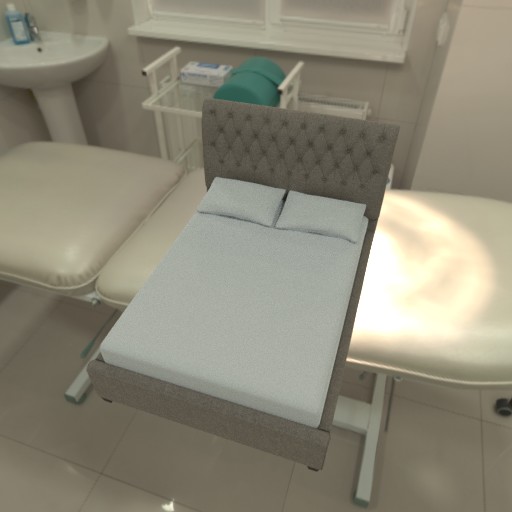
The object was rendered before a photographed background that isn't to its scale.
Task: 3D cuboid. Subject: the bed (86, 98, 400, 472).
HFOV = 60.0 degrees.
[{"bbox_3d":[0.000,0.000,3.337,1.645,1.371,2.252,13,44,14],"label":"bed"}]
